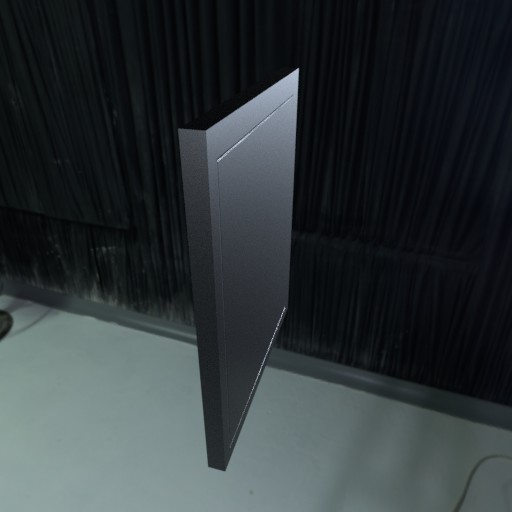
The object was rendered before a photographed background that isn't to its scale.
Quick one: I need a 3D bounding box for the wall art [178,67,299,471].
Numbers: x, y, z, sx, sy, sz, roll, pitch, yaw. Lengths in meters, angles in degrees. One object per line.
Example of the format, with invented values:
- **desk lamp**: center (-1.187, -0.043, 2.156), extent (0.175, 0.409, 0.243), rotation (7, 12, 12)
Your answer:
- **wall art**: center (0.000, 0.000, 0.782), extent (0.031, 0.558, 0.461), rotation (9, 32, 14)
